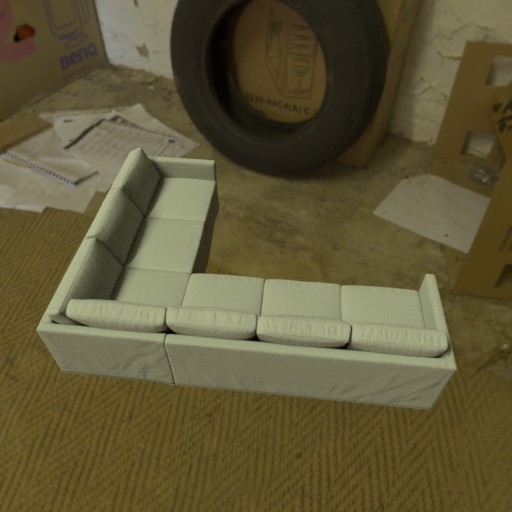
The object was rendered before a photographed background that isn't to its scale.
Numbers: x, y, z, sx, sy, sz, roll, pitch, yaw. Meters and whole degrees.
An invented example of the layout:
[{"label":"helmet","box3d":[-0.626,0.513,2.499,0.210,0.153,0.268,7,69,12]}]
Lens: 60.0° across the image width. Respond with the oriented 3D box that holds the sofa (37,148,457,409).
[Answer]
[{"label":"sofa","box3d":[0.000,0.000,4.303,3.182,0.871,2.432,4,46,4]}]
